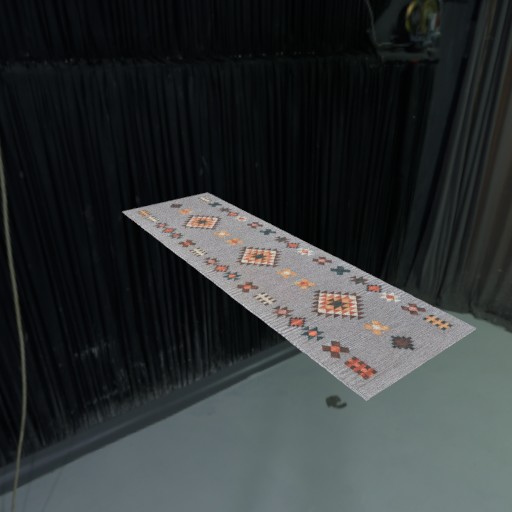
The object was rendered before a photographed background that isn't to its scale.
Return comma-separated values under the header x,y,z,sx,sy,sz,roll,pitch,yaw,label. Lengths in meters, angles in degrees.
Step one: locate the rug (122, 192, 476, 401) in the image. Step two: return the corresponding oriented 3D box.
x,y,z,sx,sy,sz,roll,pitch,yaw,label
0.000,0.000,2.741,0.766,0.008,2.432,-18,32,-32,rug
